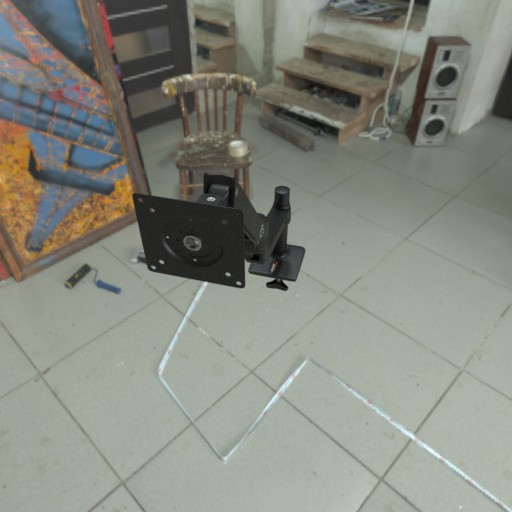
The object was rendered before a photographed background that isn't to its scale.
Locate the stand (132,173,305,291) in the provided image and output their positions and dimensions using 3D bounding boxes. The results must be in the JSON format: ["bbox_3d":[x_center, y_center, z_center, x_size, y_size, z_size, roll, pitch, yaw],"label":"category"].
[{"bbox_3d":[0.000,0.000,1.014,0.152,0.713,0.650,10,42,11],"label":"stand"}]
